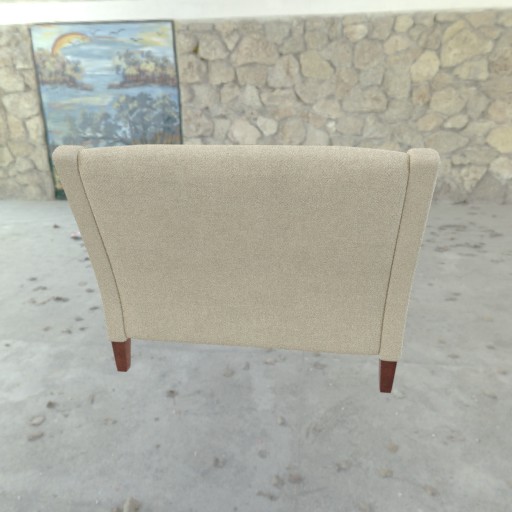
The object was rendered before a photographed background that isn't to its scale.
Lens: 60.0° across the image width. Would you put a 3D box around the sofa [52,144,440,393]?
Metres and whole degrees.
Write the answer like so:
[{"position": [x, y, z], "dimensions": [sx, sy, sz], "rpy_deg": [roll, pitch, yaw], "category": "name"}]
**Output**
[{"position": [0.000, 0.000, 1.920], "dimensions": [1.212, 0.976, 0.946], "rpy_deg": [2, 17, 8], "category": "sofa"}]
